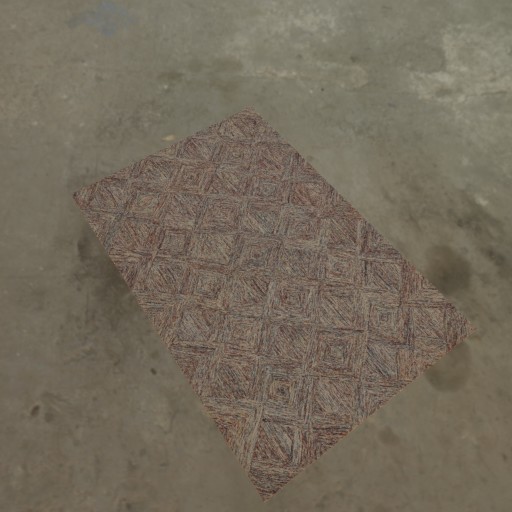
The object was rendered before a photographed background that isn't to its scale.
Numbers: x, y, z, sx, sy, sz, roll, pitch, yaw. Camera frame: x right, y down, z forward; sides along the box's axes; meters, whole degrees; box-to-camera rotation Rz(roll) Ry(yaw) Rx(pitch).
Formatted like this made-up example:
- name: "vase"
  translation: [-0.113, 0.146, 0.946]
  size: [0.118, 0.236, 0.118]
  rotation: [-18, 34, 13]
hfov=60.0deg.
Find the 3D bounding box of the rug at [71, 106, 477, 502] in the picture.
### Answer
- name: "rug"
  translation: [0.000, 0.000, 2.823]
  size: [1.523, 0.019, 2.285]
  rotation: [-32, 65, -17]
